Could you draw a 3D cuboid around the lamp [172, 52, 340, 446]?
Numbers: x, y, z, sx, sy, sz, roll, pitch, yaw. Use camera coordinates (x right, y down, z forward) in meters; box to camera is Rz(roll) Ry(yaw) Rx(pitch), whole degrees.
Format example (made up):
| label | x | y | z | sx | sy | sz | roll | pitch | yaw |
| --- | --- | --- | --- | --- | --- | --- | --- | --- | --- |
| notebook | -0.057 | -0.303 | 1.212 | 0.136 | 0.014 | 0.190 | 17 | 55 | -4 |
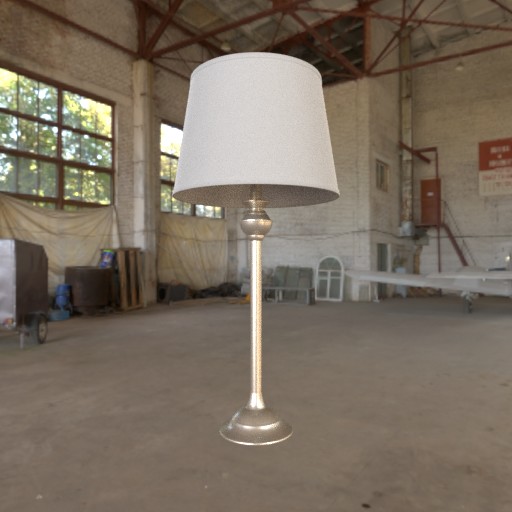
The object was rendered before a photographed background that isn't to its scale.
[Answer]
| label | x | y | z | sx | sy | sz | roll | pitch | yaw |
| --- | --- | --- | --- | --- | --- | --- | --- | --- | --- |
| lamp | 0.000 | 0.000 | 0.889 | 0.331 | 0.698 | 0.331 | 0 | -1 | 0 |
